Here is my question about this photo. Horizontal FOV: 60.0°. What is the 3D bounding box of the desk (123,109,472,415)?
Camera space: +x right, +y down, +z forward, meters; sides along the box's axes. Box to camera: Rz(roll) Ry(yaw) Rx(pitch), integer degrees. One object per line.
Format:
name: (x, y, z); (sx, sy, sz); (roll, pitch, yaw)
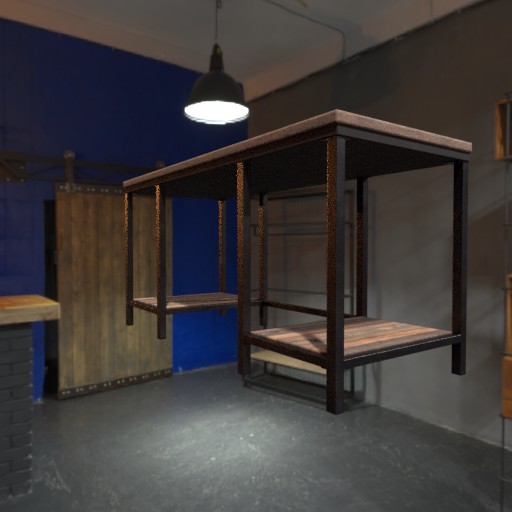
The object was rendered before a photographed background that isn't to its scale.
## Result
desk: (0.000, 0.000, 1.890); (0.617, 0.753, 1.538); (-1, 2, -36)
